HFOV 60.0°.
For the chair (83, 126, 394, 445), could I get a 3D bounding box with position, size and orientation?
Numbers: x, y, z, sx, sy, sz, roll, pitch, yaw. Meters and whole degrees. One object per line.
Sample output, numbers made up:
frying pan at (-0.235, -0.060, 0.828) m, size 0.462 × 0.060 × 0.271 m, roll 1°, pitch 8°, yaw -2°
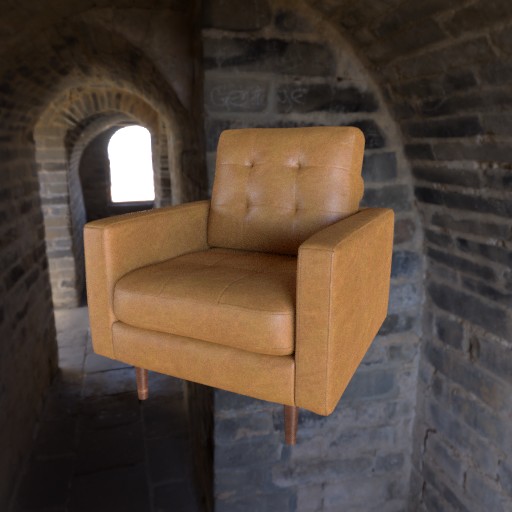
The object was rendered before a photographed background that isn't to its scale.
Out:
chair at (0.000, 0.000, 1.560) m, size 0.831 × 0.896 × 0.868 m, roll 6°, pitch 14°, yaw 25°
